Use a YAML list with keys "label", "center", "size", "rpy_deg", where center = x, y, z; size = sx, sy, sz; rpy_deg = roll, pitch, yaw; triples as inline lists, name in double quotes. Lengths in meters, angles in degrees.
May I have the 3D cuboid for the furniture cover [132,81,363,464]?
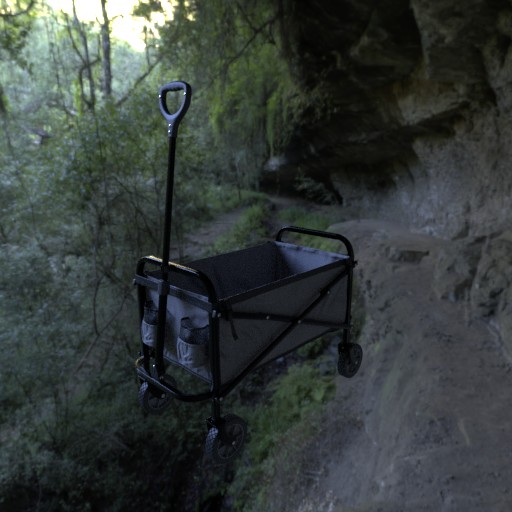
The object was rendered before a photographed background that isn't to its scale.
- label: "furniture cover"
  center: [0.000, 0.000, 1.838]
  size: [0.532, 1.295, 1.038]
  rpy_deg: [14, 20, 42]
